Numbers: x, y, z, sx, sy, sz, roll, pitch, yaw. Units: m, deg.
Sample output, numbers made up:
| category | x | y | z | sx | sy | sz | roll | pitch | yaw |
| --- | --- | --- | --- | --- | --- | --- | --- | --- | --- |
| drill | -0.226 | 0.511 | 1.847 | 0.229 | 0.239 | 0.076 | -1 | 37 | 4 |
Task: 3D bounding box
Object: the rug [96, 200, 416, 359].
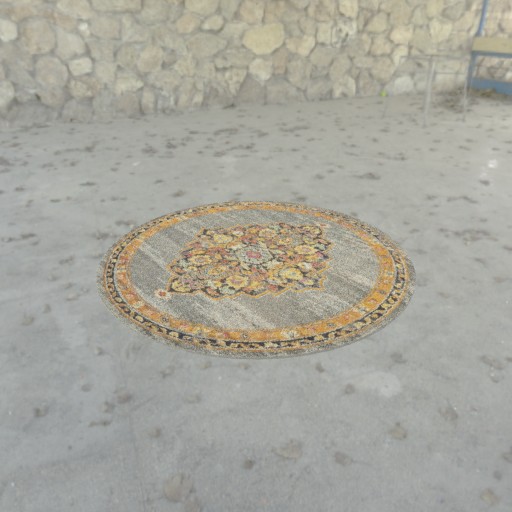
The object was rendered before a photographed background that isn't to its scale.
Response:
| category | x | y | z | sx | sy | sz | roll | pitch | yaw |
| --- | --- | --- | --- | --- | --- | --- | --- | --- | --- |
| rug | 0.000 | 0.000 | 3.458 | 2.382 | 0.014 | 2.382 | 0 | 28 | 0 |
